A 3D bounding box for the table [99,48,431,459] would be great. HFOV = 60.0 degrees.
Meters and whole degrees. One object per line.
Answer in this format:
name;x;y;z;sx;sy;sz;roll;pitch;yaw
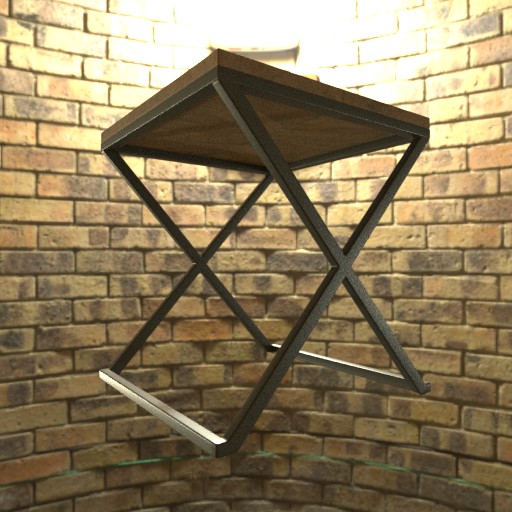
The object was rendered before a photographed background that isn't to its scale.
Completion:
table;0.000;0.000;0.932;0.498;0.550;0.499;0;0;-36
